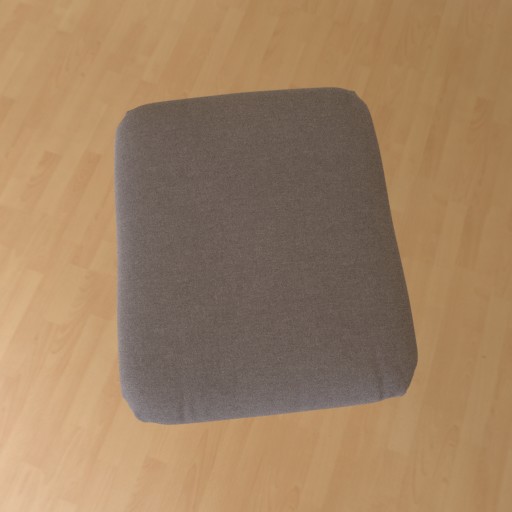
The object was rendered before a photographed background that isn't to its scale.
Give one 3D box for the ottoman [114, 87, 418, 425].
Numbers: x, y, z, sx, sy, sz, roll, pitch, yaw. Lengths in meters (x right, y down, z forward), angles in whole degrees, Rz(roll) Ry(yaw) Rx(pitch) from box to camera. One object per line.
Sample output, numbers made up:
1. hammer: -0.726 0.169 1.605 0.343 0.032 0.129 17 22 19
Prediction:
1. ottoman: 0.000 0.000 1.118 0.622 0.450 0.747 -6 74 -2
